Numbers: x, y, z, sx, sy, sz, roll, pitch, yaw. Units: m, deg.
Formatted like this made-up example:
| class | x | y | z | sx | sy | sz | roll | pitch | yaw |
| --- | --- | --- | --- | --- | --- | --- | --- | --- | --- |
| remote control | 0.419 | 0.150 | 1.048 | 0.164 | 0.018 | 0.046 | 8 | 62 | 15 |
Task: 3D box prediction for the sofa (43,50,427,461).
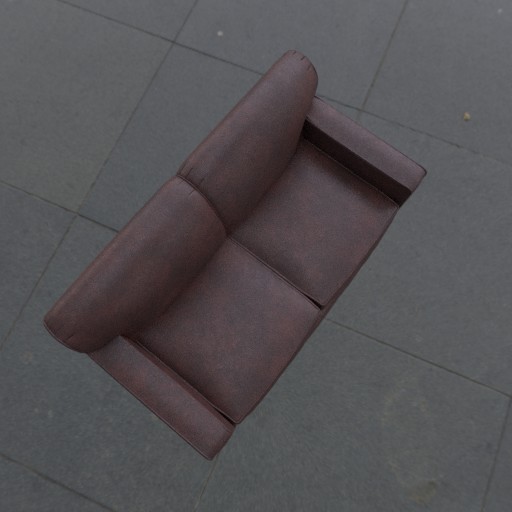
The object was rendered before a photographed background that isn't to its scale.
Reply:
| class | x | y | z | sx | sy | sz | roll | pitch | yaw |
| --- | --- | --- | --- | --- | --- | --- | --- | --- | --- |
| sofa | 0.000 | 0.000 | 2.411 | 1.000 | 0.966 | 1.856 | 37 | 78 | 10 |
